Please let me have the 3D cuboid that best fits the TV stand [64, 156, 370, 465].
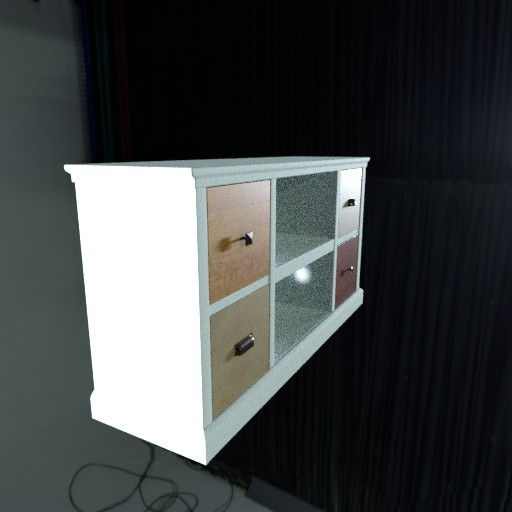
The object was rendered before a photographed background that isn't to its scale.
[{"bbox_3d":[0.000,0.000,1.470,0.424,0.624,1.187,7,15,28],"label":"TV stand"}]
